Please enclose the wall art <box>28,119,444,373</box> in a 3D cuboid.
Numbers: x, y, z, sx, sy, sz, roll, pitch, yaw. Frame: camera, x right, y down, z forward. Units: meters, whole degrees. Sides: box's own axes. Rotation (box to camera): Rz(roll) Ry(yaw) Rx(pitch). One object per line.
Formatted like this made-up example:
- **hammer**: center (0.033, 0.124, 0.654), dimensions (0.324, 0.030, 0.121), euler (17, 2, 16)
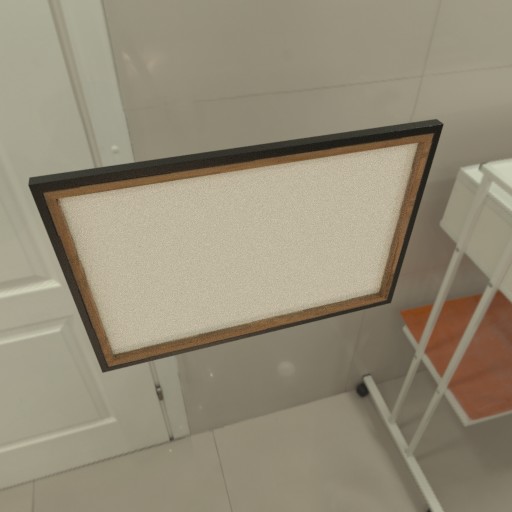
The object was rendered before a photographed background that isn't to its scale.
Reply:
- **wall art**: center (0.000, 0.000, 0.834), dimensions (0.659, 0.446, 0.022), euler (-11, 43, -13)
